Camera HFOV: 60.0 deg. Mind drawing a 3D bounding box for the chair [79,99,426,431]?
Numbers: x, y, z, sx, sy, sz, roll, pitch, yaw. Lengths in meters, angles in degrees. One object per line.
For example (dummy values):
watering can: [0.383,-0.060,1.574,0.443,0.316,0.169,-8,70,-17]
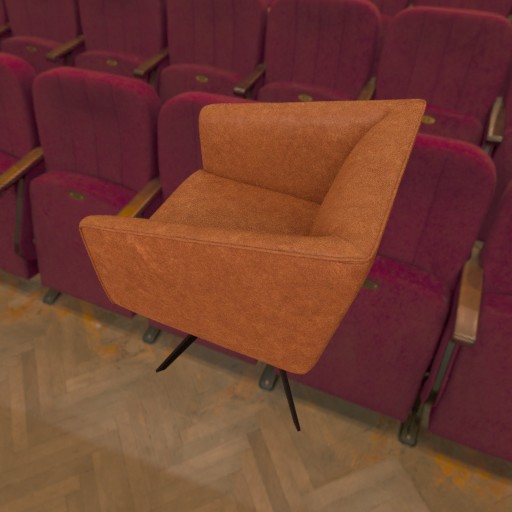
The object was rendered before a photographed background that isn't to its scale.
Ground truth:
chair: [0.000,0.000,1.199,0.625,0.760,0.588,17,48,16]
